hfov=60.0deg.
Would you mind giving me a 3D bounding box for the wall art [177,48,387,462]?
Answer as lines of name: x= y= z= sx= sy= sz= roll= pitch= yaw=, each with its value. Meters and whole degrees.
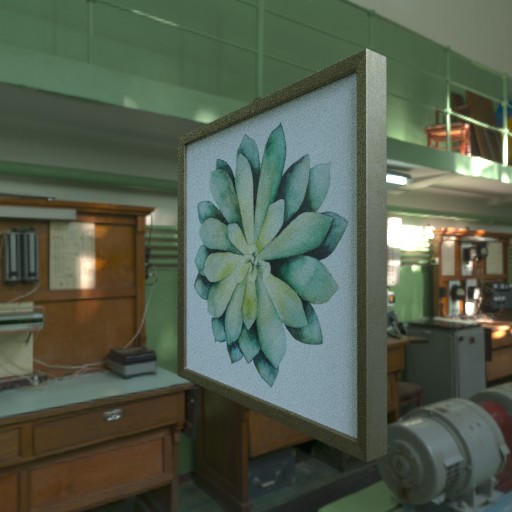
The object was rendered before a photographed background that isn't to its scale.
wall art: x=0.000 y=0.000 z=0.753 sx=0.040 sy=0.506 sz=0.503 roll=0 pitch=0 yaw=-37
